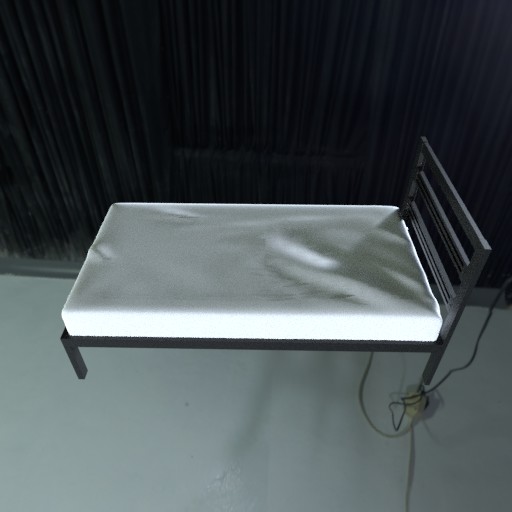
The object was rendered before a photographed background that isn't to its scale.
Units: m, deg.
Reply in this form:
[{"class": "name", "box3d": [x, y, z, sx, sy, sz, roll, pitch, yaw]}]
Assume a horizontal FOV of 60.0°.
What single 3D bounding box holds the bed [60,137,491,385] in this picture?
[{"class": "bed", "box3d": [0.000, 0.000, 2.478, 1.930, 0.967, 0.991, 1, 41, 1]}]
